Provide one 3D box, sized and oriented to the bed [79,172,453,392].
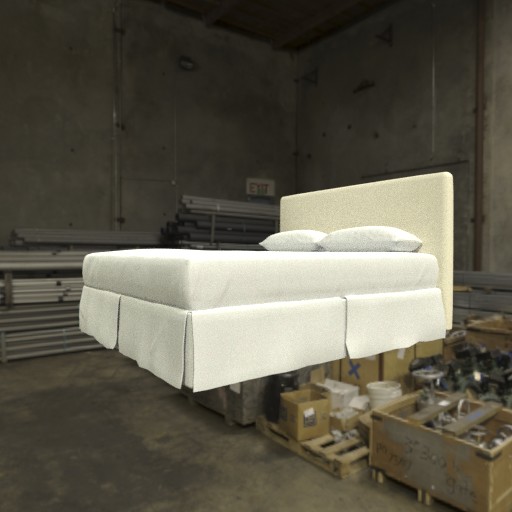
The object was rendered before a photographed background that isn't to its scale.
[{"bbox_3d":[0.000,0.000,3.607,2.341,1.317,2.119,-1,1,-36],"label":"bed"}]
